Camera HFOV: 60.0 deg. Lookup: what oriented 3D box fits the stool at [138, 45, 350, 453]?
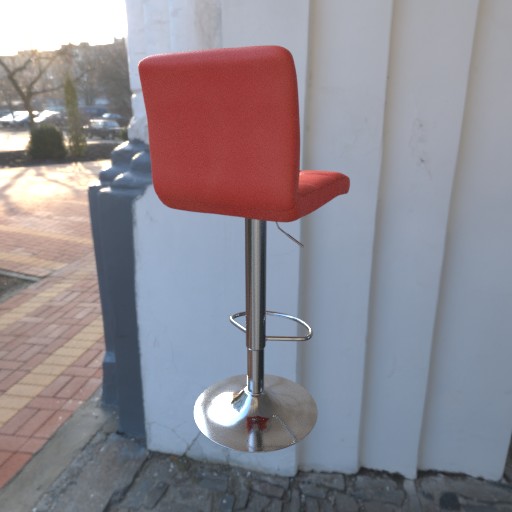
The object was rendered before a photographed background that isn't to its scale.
[{"bbox_3d":[0.000,0.000,1.368,0.430,1.115,0.505,9,20,27],"label":"stool"}]
